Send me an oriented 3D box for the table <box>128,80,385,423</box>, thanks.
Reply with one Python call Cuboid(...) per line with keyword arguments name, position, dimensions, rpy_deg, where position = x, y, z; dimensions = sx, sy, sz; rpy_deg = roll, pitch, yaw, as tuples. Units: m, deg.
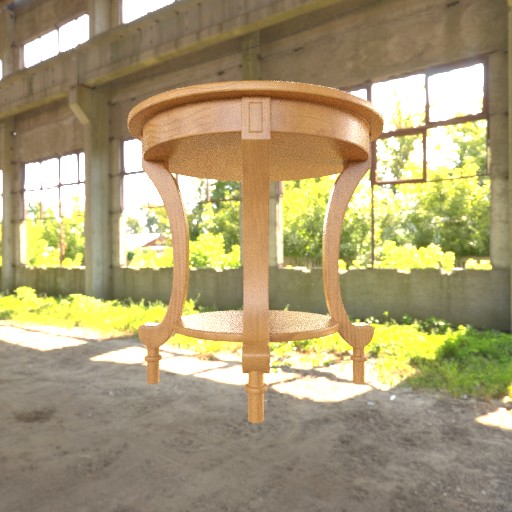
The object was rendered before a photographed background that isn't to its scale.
Cuboid(name="table", position=(0.000, 0.000, 1.071), dimensions=(0.597, 0.612, 0.597), rpy_deg=(0, 0, 0))
